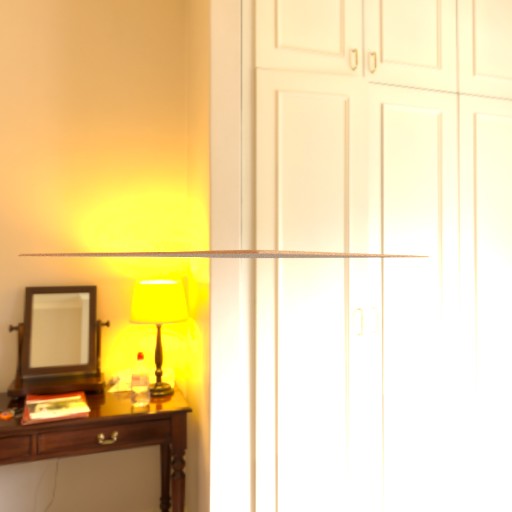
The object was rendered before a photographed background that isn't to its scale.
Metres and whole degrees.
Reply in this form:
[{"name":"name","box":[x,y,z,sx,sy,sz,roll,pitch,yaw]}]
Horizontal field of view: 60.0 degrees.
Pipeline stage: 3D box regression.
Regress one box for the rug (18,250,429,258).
[{"name":"rug","box":[0.000,0.000,2.726,1.524,0.013,2.134,0,-1,35]}]
